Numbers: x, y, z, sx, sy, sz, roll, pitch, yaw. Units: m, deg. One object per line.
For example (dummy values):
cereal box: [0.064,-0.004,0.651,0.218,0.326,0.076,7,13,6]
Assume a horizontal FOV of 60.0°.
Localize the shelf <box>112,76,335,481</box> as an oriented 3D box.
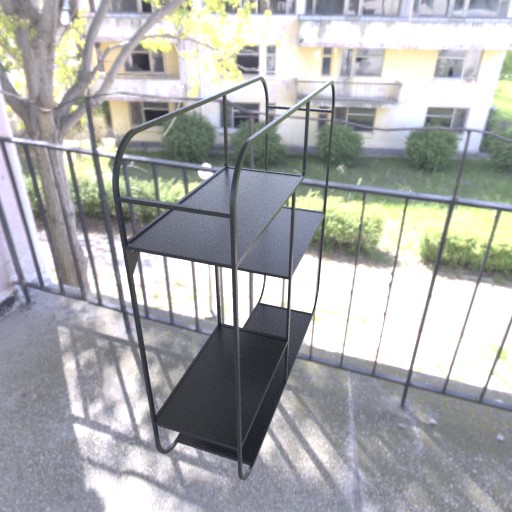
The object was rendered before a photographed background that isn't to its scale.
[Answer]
shelf: [0.000,0.000,0.881,0.160,0.600,0.600,10,31,17]
